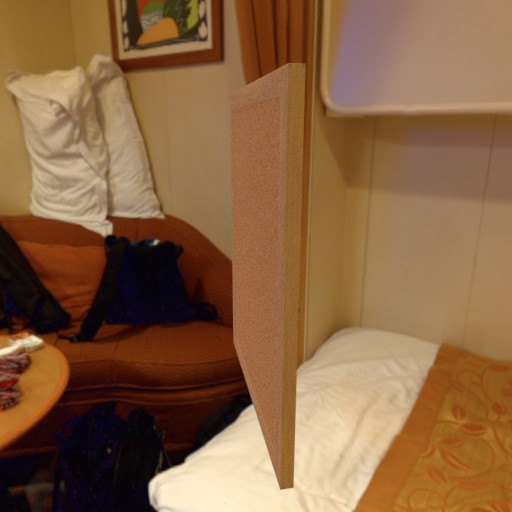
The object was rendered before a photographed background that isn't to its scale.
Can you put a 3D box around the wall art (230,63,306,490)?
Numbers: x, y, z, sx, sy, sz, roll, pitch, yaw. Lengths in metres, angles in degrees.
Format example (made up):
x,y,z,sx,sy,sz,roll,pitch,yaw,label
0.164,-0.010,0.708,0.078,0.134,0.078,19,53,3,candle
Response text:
x,y,z,sx,sy,sz,roll,pitch,yaw,label
0.000,0.000,0.771,0.020,0.561,0.460,-3,16,-11,wall art
